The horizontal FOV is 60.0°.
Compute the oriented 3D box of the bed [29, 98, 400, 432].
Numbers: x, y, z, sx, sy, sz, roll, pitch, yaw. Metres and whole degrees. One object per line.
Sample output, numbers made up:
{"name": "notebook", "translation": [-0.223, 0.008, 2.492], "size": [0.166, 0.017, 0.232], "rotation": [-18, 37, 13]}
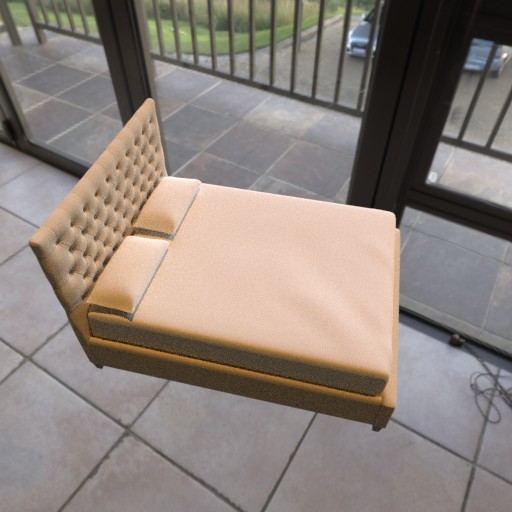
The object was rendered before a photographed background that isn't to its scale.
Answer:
{"name": "bed", "translation": [0.000, 0.000, 3.330], "size": [2.233, 1.426, 1.696], "rotation": [10, 48, 9]}
